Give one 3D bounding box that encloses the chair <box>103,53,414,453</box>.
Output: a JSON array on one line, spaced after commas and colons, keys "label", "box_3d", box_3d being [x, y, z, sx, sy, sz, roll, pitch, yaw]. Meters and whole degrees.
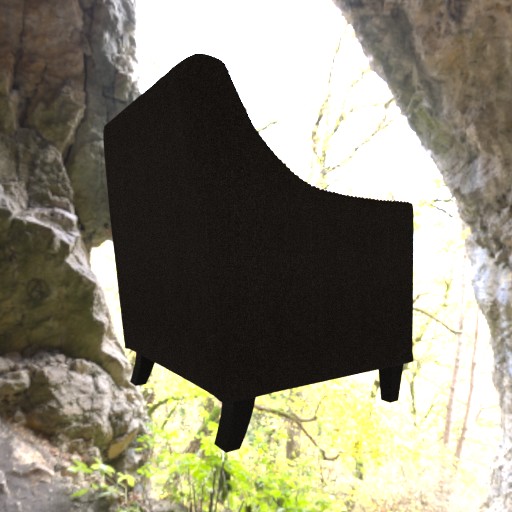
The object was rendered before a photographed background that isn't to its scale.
[{"label": "chair", "box_3d": [0.000, 0.000, 1.577, 0.884, 0.967, 0.776, 0, 0, -34]}]
